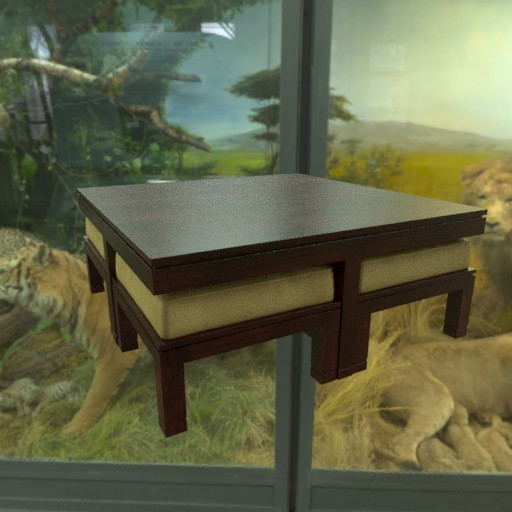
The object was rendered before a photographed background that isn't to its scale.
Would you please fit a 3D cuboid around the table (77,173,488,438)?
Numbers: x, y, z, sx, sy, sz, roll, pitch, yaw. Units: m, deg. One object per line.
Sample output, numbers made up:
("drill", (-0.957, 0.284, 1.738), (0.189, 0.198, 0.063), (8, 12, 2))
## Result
("table", (0.000, 0.000, 1.339), (0.865, 0.356, 0.865), (-9, 20, -27))
